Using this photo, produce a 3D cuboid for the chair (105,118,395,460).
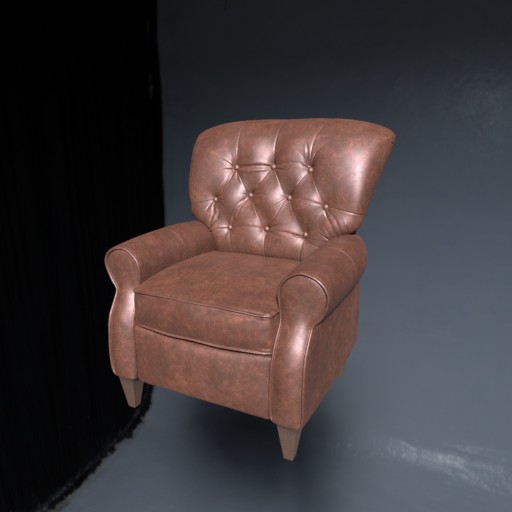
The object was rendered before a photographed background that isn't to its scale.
[{"bbox_3d":[0.000,0.000,1.928,0.979,1.162,1.031,7,17,25],"label":"chair"}]
